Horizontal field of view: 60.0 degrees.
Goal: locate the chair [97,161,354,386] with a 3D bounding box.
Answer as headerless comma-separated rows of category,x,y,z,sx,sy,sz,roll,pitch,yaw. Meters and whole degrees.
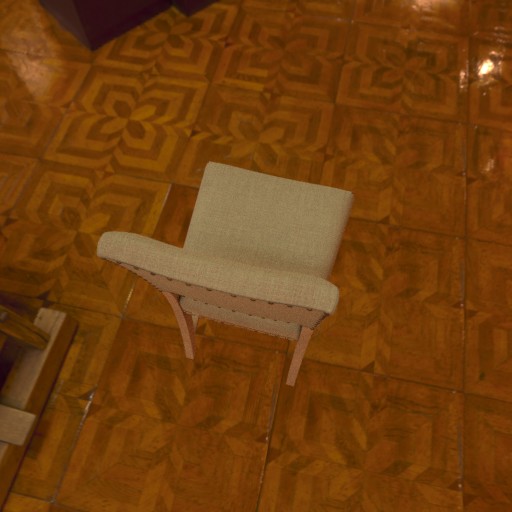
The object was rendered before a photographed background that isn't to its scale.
chair,0.000,0.000,1.322,0.508,0.986,0.622,13,64,7
